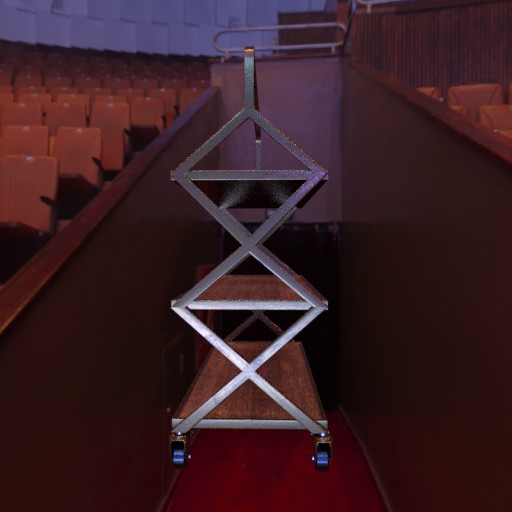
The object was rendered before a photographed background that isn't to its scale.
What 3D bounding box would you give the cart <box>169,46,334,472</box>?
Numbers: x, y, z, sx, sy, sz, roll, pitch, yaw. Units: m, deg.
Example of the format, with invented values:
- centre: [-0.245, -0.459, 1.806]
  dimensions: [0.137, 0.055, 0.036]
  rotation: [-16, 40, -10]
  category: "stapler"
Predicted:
- centre: [0.000, 0.000, 1.169]
  dimensions: [0.313, 0.805, 0.723]
  rotation: [0, 2, 2]
  category: "cart"
